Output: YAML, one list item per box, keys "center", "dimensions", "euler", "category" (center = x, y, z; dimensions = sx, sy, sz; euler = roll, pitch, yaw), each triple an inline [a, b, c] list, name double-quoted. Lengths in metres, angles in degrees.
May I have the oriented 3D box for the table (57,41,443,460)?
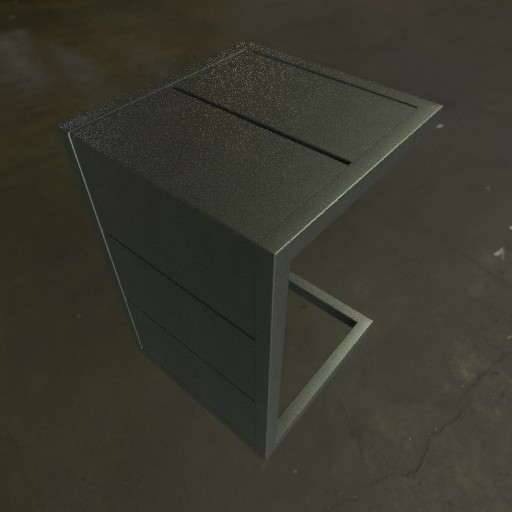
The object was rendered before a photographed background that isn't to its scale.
- center: [0.000, 0.000, 0.883]
  dimensions: [0.405, 0.609, 0.420]
  euler: [31, 54, 26]
  category: "table"
